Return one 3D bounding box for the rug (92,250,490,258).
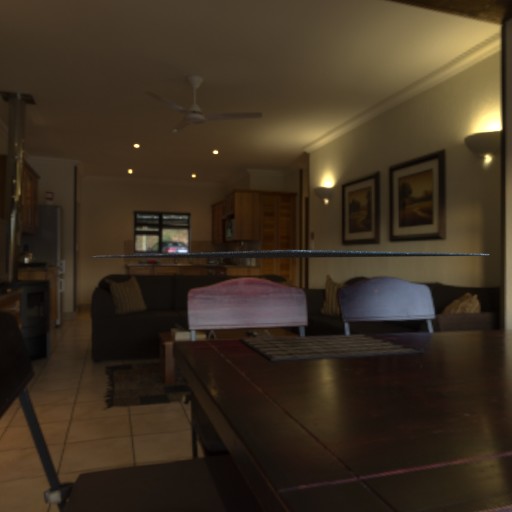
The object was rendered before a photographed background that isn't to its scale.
[{"bbox_3d":[0.000,0.000,2.227,1.102,0.008,1.795,1,-1,-37],"label":"rug"}]
